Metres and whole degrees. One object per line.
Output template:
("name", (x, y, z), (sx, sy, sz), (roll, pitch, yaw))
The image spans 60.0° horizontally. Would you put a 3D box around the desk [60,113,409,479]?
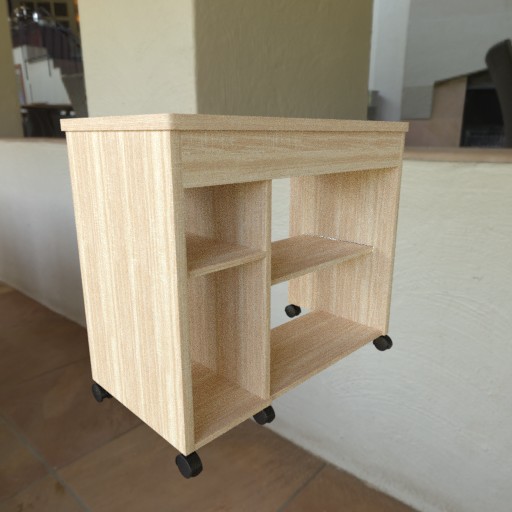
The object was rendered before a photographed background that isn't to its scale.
("desk", (0.000, 0.000, 1.321), (0.884, 0.770, 0.480), (-15, 21, -43))
